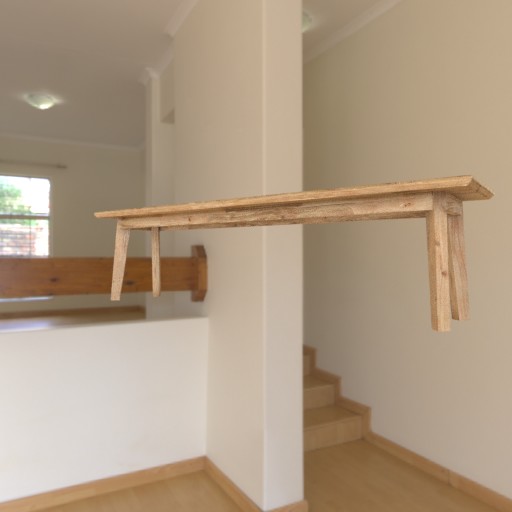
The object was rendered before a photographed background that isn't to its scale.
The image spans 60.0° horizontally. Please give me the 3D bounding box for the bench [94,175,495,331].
[{"bbox_3d":[0.000,0.000,1.827,1.698,0.431,0.378,0,0,36],"label":"bench"}]
